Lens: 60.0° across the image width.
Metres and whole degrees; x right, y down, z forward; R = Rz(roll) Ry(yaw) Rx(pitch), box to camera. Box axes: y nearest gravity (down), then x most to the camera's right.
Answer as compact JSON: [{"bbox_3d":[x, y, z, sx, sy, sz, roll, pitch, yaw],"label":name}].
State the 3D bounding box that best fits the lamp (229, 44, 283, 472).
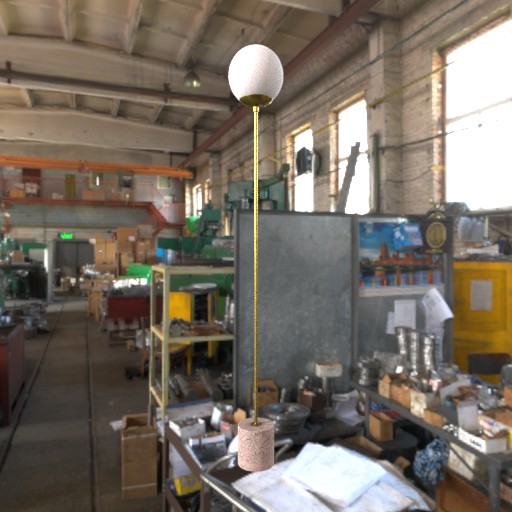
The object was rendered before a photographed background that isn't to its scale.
[{"bbox_3d":[0.000,0.000,1.864,0.229,1.748,0.229,0,1,35],"label":"lamp"}]
